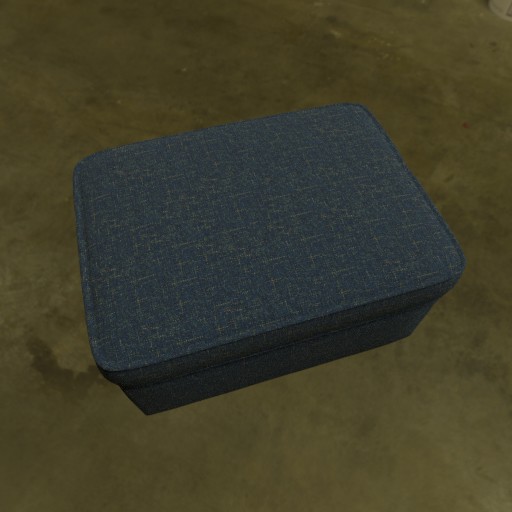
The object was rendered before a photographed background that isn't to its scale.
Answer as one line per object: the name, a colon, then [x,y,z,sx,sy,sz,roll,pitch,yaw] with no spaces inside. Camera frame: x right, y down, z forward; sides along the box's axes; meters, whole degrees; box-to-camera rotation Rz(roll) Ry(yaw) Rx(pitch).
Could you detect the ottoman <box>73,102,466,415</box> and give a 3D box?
ottoman: [0.000,0.000,1.095,0.749,0.450,0.549,-14,59,-9]
